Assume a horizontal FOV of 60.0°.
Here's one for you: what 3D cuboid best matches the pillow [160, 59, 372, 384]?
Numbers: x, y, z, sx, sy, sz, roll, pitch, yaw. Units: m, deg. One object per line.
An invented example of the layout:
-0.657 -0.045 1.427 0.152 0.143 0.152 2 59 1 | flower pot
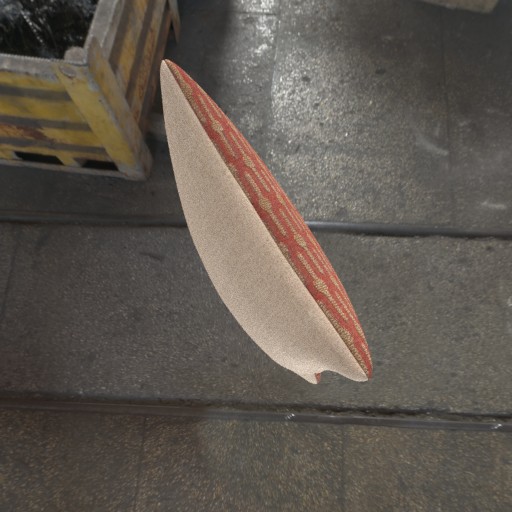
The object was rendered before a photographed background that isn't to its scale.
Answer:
0.000 0.000 0.797 0.182 0.503 0.511 -30 76 -8 | pillow
